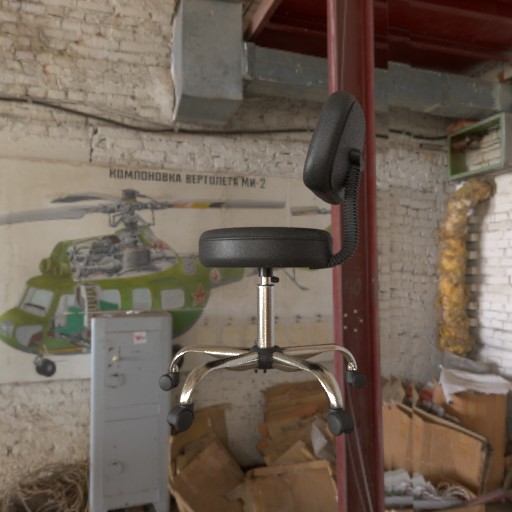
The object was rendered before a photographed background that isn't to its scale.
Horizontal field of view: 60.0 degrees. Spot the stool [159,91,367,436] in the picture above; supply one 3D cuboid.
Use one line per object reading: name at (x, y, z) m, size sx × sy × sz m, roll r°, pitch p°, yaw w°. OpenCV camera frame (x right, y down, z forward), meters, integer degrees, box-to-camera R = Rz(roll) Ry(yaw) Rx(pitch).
stool at (0.000, 0.000, 1.355) m, size 0.648 × 0.862 × 0.673 m, roll 0°, pitch -1°, yaw 18°
